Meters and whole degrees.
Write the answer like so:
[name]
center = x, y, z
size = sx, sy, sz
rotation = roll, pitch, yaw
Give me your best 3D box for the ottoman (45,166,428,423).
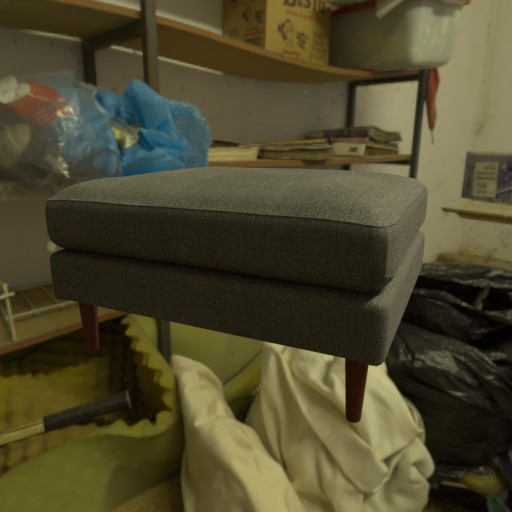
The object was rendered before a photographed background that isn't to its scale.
[ottoman]
center = 0.000, 0.000, 1.227
size = 0.821, 0.474, 0.693
rotation = 7, 17, 24
